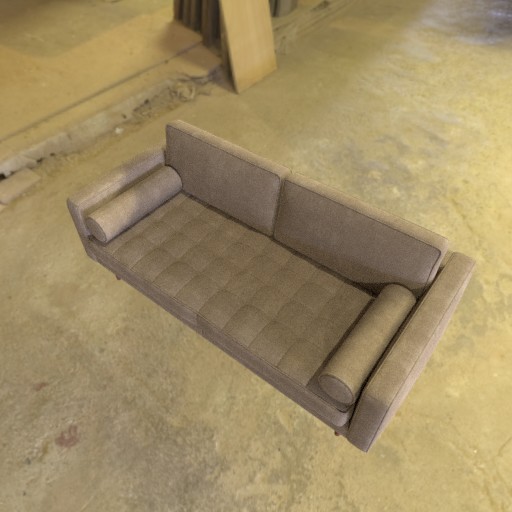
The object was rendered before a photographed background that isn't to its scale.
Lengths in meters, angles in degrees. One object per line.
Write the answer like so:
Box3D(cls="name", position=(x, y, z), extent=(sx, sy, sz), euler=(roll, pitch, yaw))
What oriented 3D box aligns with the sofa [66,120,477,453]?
Box3D(cls="sofa", position=(0.000, 0.000, 2.275), extent=(1.883, 0.769, 0.920), euler=(30, 54, 25))
